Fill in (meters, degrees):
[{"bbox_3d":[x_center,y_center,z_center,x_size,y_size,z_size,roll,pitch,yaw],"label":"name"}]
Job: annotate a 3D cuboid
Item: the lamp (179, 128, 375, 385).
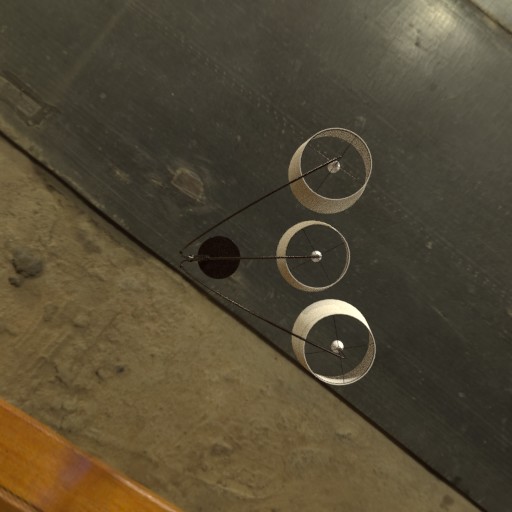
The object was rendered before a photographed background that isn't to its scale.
[{"bbox_3d":[0.000,0.000,2.386,0.924,1.950,0.951,0,90,1],"label":"lamp"}]
